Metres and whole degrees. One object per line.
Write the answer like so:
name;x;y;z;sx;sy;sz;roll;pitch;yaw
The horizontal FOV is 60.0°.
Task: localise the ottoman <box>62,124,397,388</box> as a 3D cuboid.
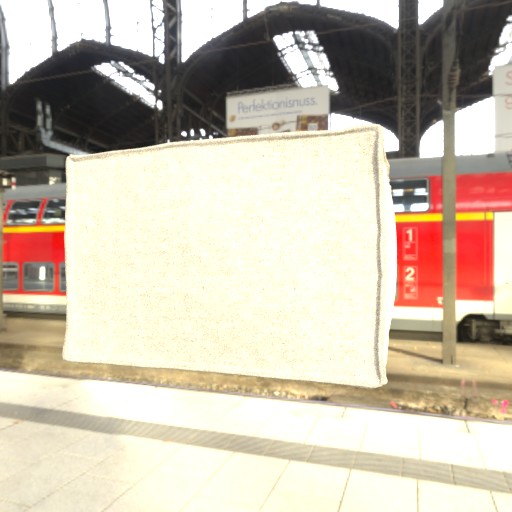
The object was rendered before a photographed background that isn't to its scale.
ottoman;0.000;0.000;1.170;0.707;0.470;0.696;0;0;18
